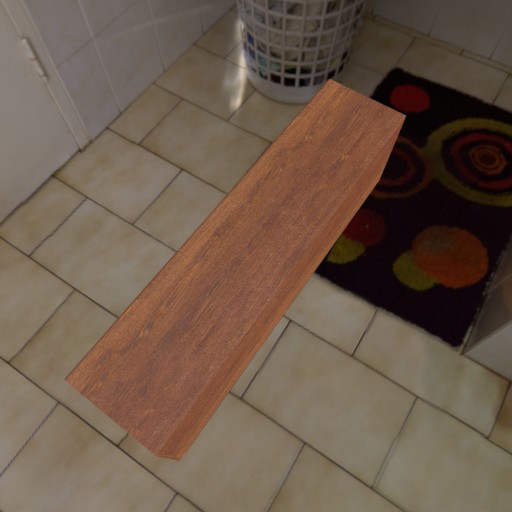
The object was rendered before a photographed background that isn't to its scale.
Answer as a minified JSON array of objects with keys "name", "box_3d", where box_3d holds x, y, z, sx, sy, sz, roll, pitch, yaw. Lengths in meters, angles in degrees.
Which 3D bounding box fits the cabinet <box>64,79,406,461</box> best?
[{"name":"cabinet","box_3d":[0.000,0.000,1.858,0.419,0.510,1.600,32,68,15]}]
